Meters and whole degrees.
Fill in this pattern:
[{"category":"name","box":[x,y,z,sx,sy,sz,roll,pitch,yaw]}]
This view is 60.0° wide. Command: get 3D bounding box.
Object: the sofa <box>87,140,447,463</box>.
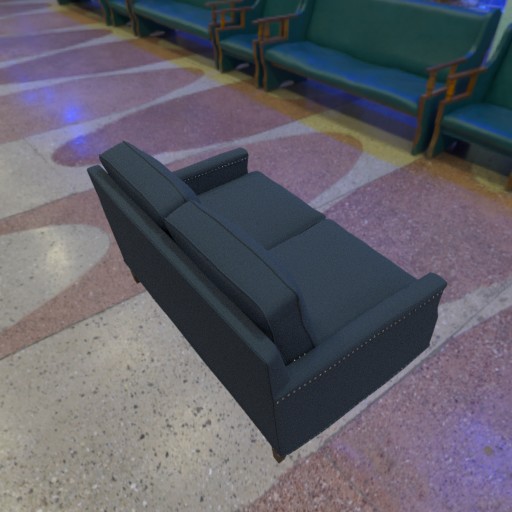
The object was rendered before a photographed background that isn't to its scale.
[{"category":"sofa","box":[0.000,0.000,2.295,1.084,1.003,1.597,-26,48,-27]}]
